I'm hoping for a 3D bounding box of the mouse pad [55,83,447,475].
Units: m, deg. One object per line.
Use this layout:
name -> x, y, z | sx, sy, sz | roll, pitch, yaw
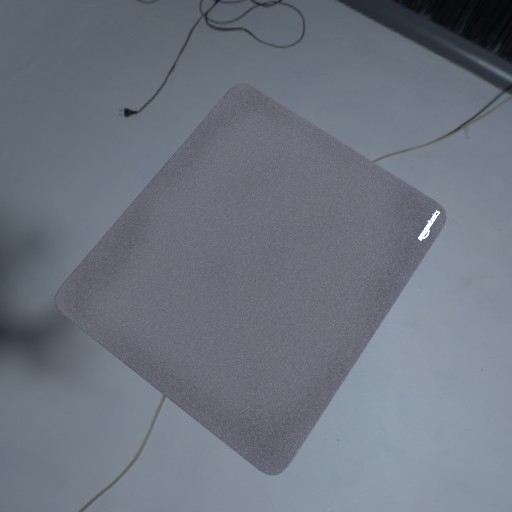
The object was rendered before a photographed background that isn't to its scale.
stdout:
mouse pad -> 0.000, 0.000, 0.637 | 0.393, 0.002, 0.451 | 35, 77, 9
